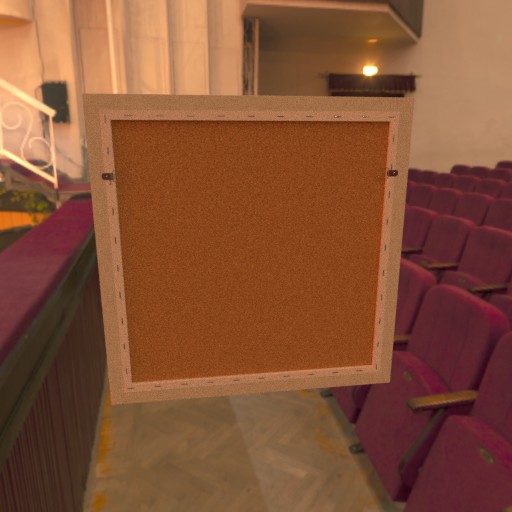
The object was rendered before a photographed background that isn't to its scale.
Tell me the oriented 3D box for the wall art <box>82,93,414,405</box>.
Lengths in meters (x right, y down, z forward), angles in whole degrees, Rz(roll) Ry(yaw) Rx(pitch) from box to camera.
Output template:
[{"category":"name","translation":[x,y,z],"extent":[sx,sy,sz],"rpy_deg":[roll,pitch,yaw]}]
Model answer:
[{"category":"wall art","translation":[0.000,0.000,1.492],"extent":[1.016,1.016,0.045],"rpy_deg":[-2,15,-8]}]
